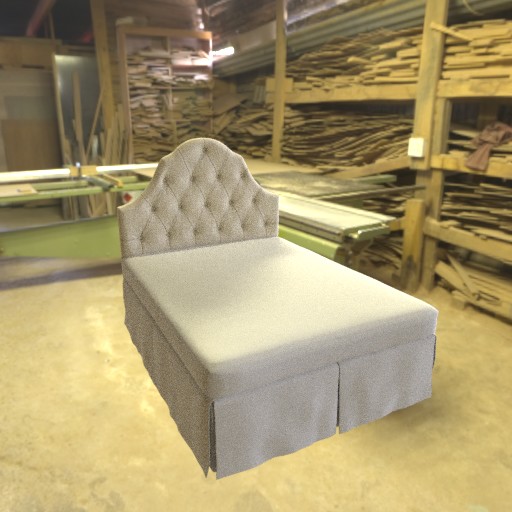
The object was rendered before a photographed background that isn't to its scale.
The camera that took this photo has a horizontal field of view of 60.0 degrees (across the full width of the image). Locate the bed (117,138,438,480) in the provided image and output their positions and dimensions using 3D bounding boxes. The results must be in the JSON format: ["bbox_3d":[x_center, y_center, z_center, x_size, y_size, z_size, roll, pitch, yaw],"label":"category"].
[{"bbox_3d":[0.000,0.000,3.192,1.627,1.575,2.092,-9,19,-26],"label":"bed"}]
